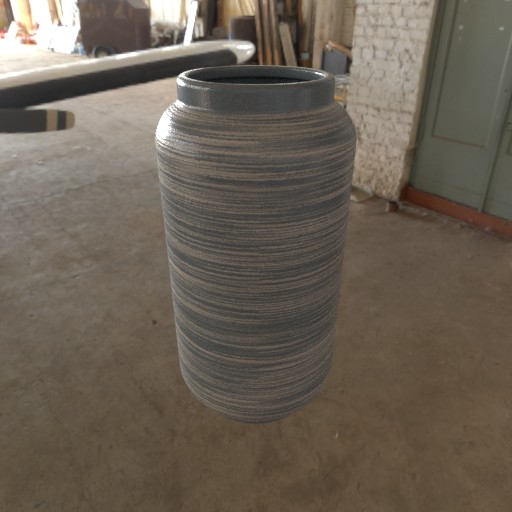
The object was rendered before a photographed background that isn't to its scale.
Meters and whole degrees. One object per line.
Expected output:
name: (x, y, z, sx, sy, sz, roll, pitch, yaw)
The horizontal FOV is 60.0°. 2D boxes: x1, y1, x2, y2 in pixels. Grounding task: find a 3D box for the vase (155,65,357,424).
vase: (0.000, 0.000, 0.300, 0.116, 0.230, 0.116, 0, 29, 0)
